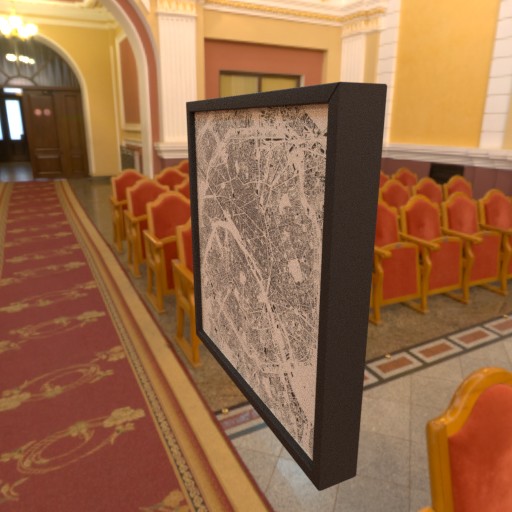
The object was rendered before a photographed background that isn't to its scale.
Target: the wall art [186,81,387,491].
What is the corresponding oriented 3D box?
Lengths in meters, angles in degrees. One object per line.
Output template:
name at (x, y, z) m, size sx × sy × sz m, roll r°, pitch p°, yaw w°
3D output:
wall art at (0.000, 0.000, 0.447) m, size 0.037 × 0.305 × 0.305 m, roll -8°, pitch 18°, yaw -25°
